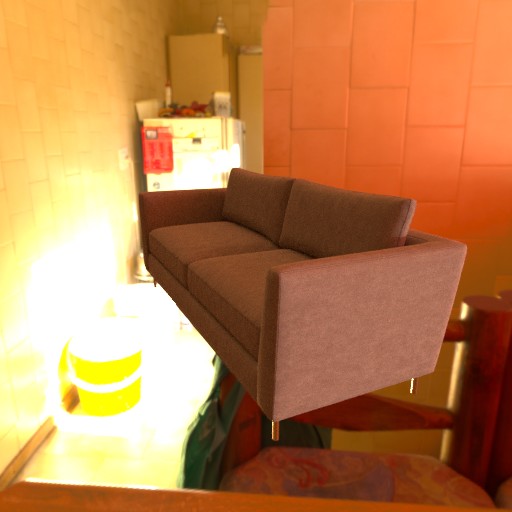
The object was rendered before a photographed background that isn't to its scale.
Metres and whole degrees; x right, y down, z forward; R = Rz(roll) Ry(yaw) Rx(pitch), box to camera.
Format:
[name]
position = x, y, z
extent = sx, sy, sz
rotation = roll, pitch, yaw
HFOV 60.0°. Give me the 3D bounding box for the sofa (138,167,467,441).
[sofa]
position = 0.000, 0.000, 2.544
extent = 0.889, 0.864, 2.121
rotation = -8, 17, -25
